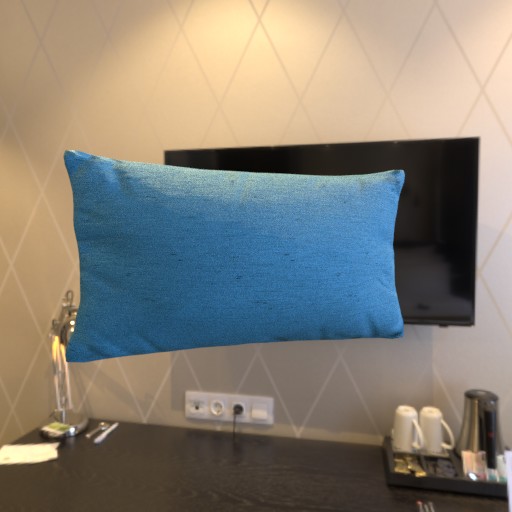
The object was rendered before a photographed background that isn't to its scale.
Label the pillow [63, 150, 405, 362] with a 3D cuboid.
[{"bbox_3d":[0.000,0.000,0.789,0.633,0.338,0.210,0,1,-18],"label":"pillow"}]
